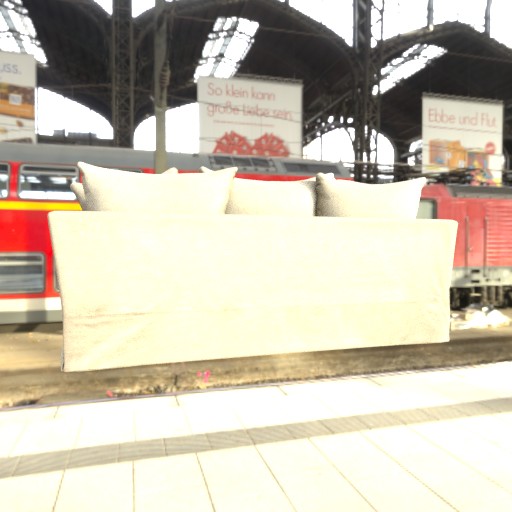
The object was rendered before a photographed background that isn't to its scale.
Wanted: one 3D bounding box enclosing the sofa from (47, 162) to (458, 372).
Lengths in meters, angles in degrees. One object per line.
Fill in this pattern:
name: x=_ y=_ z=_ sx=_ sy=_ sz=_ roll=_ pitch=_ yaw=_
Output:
sofa: x=0.000 y=0.000 z=2.811 sx=2.290 sy=1.034 sz=1.031 roll=0 pitch=1 yaw=-18
